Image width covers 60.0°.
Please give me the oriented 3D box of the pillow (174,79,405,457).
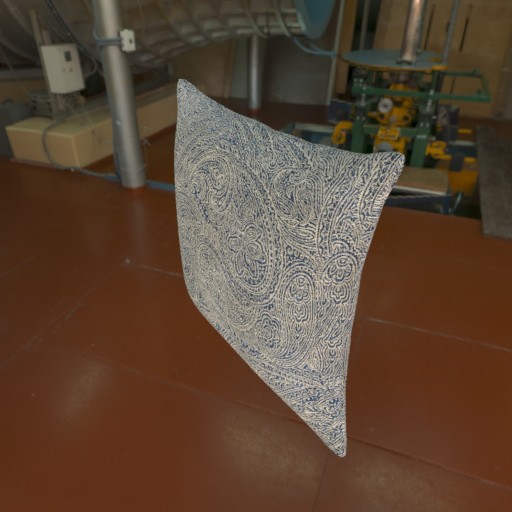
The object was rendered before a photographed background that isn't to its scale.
[{"bbox_3d":[0.000,0.000,0.772,0.166,0.510,0.523,-20,37,-29],"label":"pillow"}]
